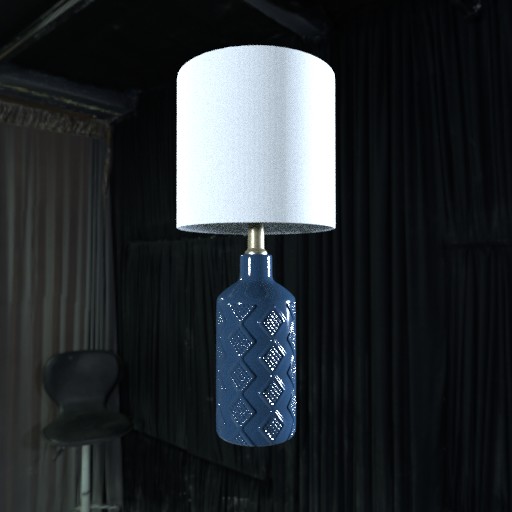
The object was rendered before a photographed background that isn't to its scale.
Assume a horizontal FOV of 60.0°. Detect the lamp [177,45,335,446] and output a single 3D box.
[{"bbox_3d":[0.000,0.000,0.587,0.207,0.461,0.207,-1,-1,35],"label":"lamp"}]
